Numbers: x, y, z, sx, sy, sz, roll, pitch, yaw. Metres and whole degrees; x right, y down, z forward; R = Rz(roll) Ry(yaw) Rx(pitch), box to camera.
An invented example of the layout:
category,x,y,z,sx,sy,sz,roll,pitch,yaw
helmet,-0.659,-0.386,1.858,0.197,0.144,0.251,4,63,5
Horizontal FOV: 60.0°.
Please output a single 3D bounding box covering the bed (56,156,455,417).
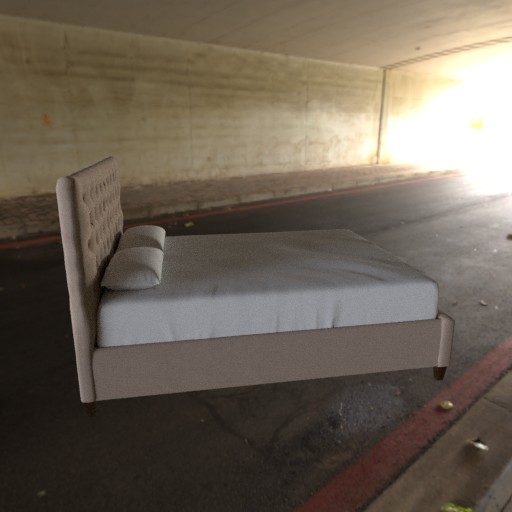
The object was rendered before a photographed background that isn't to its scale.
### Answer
category,x,y,z,sx,sy,sz,roll,pitch,yaw
bed,0.000,0.000,3.420,2.387,1.427,1.698,-3,16,-10
